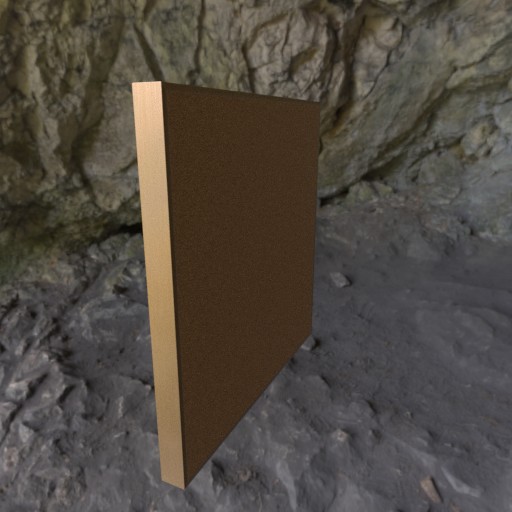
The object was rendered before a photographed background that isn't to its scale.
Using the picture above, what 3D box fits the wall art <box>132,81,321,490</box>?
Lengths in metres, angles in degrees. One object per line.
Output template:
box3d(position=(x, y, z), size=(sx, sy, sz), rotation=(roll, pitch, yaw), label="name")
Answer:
box3d(position=(0.000, 0.000, 0.749), size=(0.038, 0.511, 0.513), rotation=(8, 18, 25), label="wall art")
